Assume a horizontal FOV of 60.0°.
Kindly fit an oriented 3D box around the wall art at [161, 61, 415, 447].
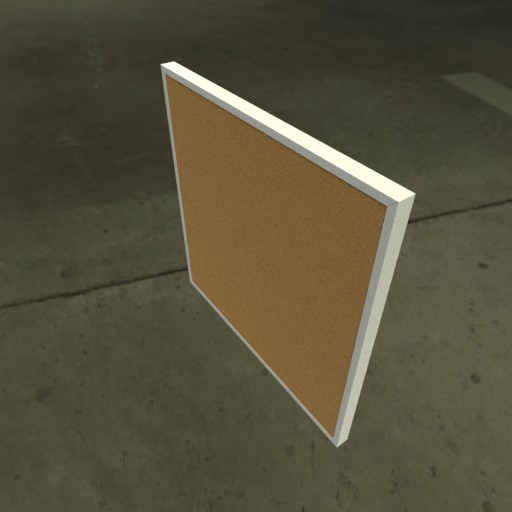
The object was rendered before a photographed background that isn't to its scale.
[{"bbox_3d":[0.000,0.000,1.140,0.038,0.762,0.762,-26,47,-26],"label":"wall art"}]
